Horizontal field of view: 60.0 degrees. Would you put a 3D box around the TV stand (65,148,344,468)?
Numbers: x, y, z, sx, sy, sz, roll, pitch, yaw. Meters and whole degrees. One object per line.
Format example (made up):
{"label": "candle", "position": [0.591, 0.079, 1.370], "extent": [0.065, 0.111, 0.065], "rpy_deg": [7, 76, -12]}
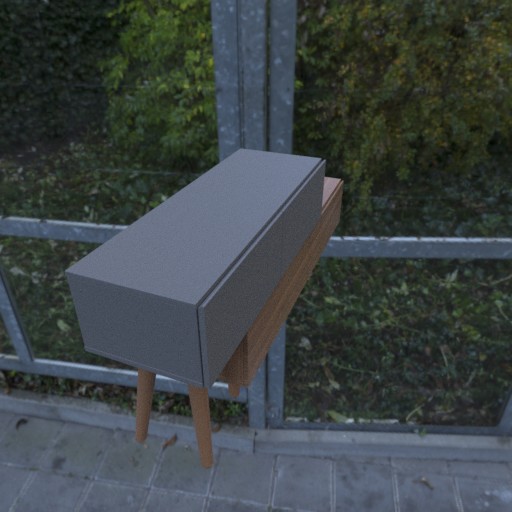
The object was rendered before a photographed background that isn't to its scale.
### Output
{"label": "TV stand", "position": [0.000, 0.000, 1.562], "extent": [0.329, 0.591, 1.336], "rpy_deg": [12, 33, 19]}
